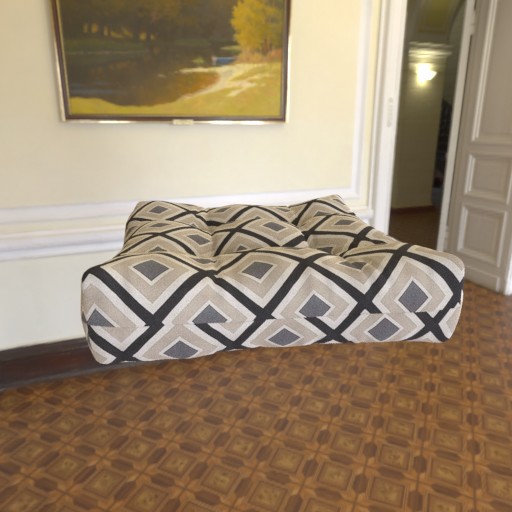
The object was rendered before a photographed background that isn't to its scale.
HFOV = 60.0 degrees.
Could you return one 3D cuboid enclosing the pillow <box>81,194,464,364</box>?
[{"bbox_3d":[0.000,0.000,0.736,0.468,0.128,0.490,-2,17,-8],"label":"pillow"}]
